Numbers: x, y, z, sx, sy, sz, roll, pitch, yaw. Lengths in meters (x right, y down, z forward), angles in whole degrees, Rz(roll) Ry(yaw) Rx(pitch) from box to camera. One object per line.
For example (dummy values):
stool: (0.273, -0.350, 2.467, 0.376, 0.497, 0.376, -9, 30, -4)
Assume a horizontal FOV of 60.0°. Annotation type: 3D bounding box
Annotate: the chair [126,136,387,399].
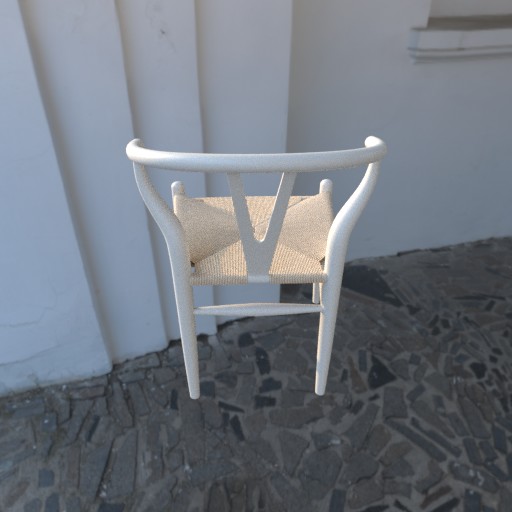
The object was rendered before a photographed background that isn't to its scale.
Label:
chair: (0.000, 0.000, 1.145, 0.569, 0.730, 0.579, -1, 32, -2)
